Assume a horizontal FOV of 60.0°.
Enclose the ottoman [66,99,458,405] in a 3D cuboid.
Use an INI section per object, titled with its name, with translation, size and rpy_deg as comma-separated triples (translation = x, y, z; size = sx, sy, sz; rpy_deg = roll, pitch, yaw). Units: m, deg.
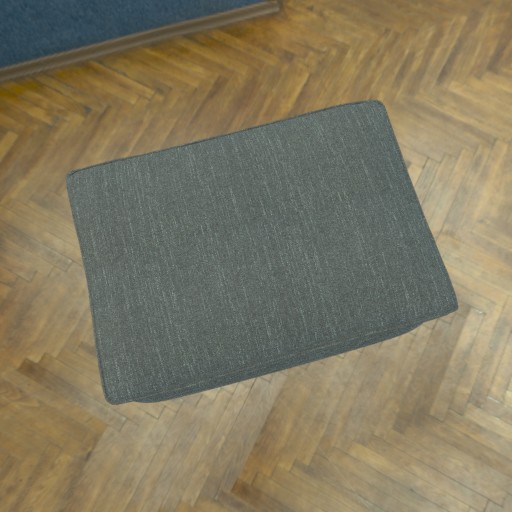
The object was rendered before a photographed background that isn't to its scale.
[ottoman]
translation = 0.000, 0.000, 0.991
size = 0.686, 0.406, 0.508
rpy_deg = -14, 76, -4
